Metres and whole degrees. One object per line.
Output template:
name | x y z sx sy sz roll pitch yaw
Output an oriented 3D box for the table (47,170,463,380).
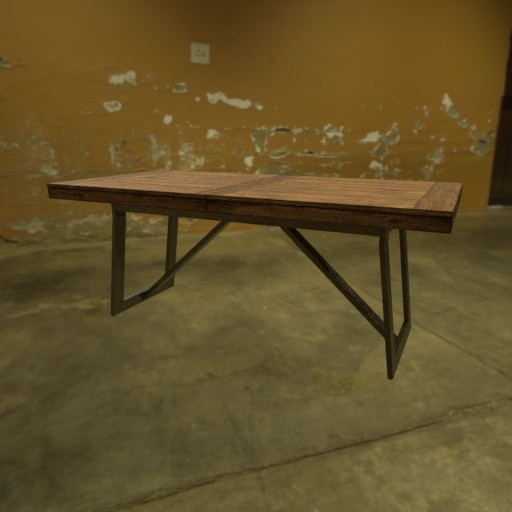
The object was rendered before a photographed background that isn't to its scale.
table | 0.000 0.000 2.324 1.867 0.757 0.931 7 17 25
